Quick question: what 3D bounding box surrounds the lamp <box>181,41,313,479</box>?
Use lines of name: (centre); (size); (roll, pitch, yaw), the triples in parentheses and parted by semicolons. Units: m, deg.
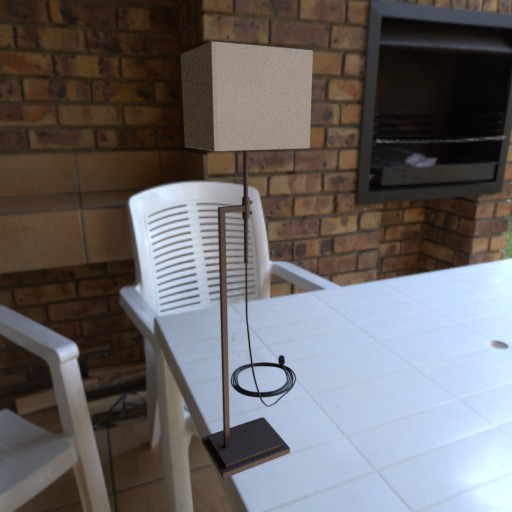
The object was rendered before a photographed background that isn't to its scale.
lamp: (0.000, 0.000, 1.996); (0.698, 1.600, 0.774); (-9, 19, -26)
